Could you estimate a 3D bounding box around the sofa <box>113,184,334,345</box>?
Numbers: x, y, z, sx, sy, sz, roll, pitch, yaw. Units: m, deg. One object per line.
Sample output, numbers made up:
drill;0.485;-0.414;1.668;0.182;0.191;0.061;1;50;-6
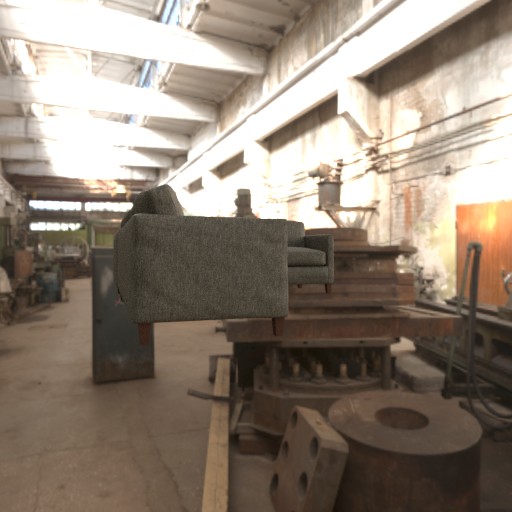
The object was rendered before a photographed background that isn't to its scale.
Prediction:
sofa;0.000;0.000;4.341;2.593;0.947;3.302;0;1;-19
